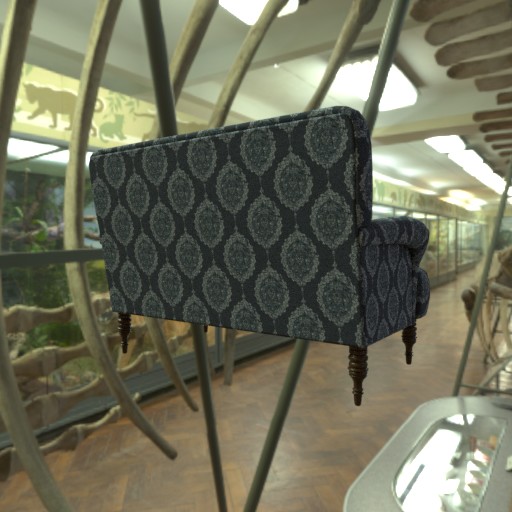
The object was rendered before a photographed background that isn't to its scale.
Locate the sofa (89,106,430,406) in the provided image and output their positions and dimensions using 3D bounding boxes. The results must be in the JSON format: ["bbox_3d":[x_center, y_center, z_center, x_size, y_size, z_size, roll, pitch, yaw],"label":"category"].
[{"bbox_3d":[0.000,0.000,1.829,1.297,0.867,0.779,1,3,35],"label":"sofa"}]
